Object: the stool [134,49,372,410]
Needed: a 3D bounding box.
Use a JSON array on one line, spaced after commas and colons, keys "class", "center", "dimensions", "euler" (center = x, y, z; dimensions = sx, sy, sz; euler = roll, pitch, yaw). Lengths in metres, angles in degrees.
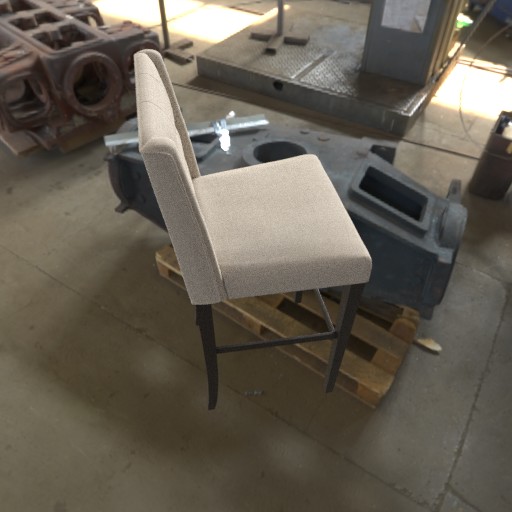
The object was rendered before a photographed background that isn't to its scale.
[{"class": "stool", "center": [0.000, 0.000, 1.350], "dimensions": [0.509, 1.116, 0.474], "euler": [-9, 47, -8]}]
